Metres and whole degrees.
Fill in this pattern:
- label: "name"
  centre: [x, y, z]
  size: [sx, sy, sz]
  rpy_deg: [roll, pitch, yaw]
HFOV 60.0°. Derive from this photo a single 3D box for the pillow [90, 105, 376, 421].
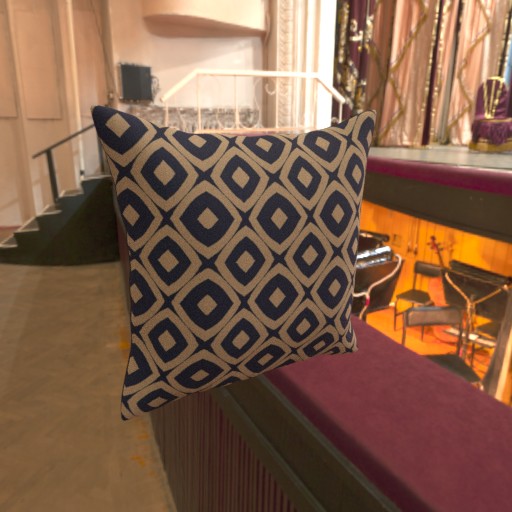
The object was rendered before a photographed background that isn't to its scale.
- label: "pillow"
  centre: [0.000, 0.000, 0.776]
  size: [0.504, 0.494, 0.188]
  rpy_deg: [-9, 18, -27]
